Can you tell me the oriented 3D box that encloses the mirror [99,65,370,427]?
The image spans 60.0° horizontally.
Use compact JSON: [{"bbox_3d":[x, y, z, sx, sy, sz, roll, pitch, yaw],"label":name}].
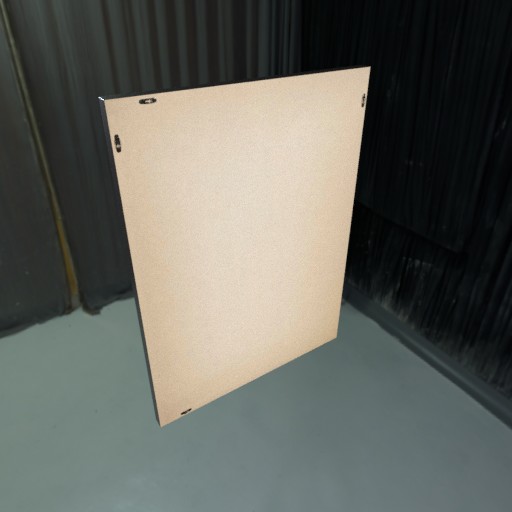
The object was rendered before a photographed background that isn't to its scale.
[{"bbox_3d":[0.000,0.000,1.353,0.762,1.016,0.041,-19,36,-28],"label":"mirror"}]
